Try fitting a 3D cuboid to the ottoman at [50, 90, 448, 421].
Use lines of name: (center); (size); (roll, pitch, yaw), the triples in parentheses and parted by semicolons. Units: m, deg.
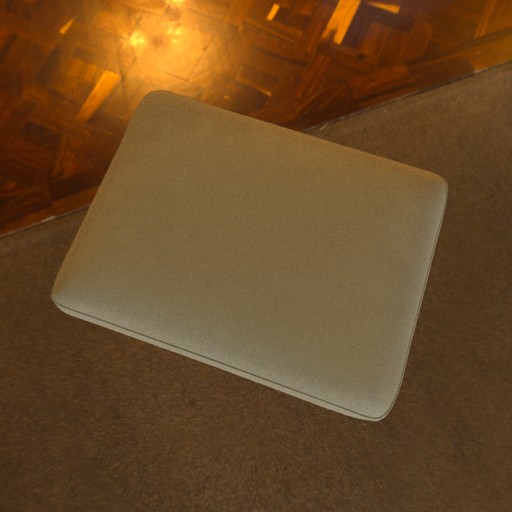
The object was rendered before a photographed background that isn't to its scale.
ottoman: (0.000, 0.000, 1.172); (0.811, 0.449, 0.608); (19, 75, 5)
